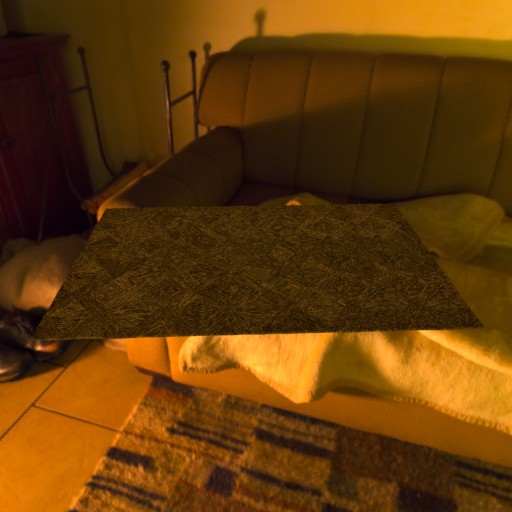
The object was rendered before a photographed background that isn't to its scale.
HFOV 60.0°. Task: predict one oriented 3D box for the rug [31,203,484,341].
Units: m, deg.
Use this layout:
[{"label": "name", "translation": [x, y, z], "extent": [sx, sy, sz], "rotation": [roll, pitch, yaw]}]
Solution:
[{"label": "rug", "translation": [0.000, 0.000, 2.257], "extent": [1.808, 0.011, 1.189], "rotation": [-1, 32, -2]}]
